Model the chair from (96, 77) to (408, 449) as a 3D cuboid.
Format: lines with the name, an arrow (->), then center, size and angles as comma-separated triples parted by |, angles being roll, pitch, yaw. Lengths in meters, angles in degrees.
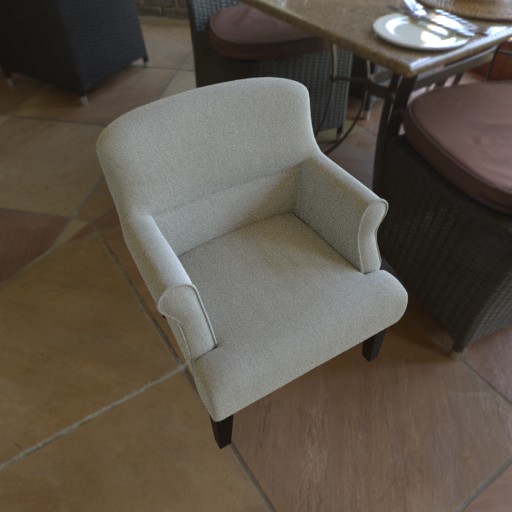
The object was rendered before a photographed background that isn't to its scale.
chair -> 0.000, 0.000, 1.477 | 0.781, 0.875, 0.750 | -23, 50, -21
